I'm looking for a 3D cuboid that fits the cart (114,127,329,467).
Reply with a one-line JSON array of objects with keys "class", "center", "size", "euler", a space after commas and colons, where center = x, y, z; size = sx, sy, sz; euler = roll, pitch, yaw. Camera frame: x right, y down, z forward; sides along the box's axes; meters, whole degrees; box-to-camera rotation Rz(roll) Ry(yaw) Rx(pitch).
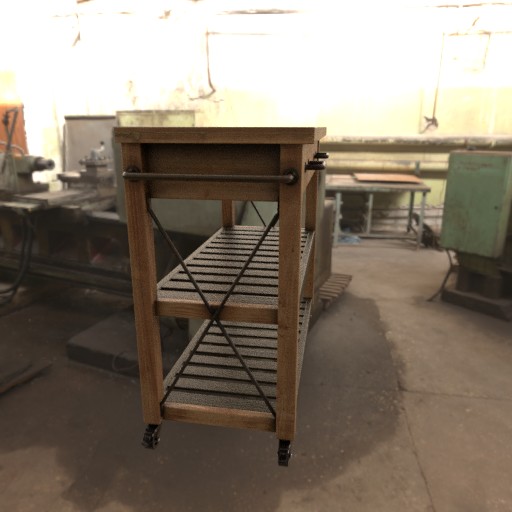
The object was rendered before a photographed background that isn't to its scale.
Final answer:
[{"class": "cart", "center": [0.000, 0.000, 0.990], "size": [0.298, 0.554, 0.686], "euler": [3, 17, 10]}]
